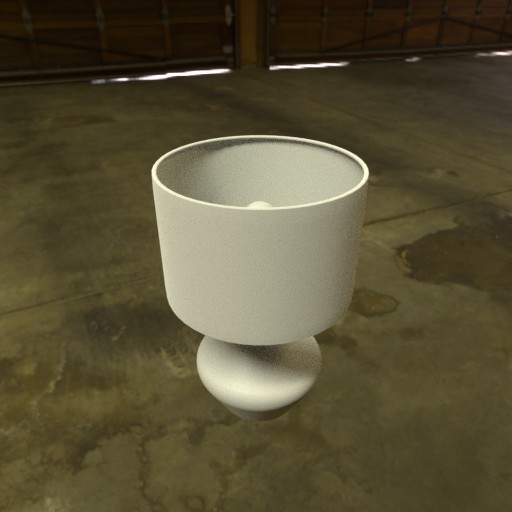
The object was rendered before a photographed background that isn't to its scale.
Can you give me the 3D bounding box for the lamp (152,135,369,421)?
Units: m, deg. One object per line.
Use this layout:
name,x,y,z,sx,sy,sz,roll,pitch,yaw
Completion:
lamp,0.000,0.000,0.860,0.401,0.457,0.546,10,32,16
